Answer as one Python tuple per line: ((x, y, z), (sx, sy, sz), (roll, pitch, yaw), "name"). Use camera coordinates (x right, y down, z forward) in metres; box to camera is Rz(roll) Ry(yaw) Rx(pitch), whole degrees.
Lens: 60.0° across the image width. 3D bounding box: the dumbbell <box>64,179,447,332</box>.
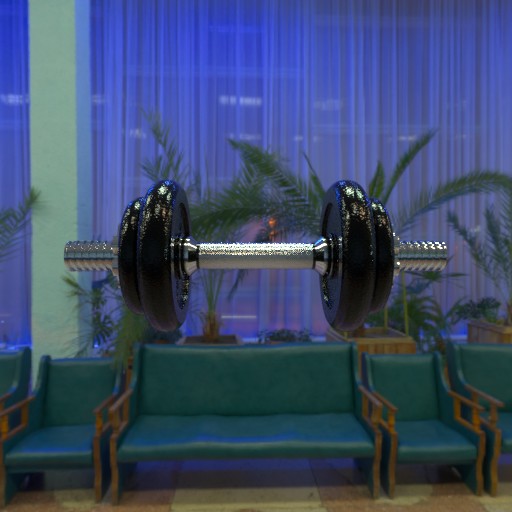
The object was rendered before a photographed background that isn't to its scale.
((0.000, 0.000, 0.594), (0.497, 0.202, 0.202), (0, 1, -1), "dumbbell")
